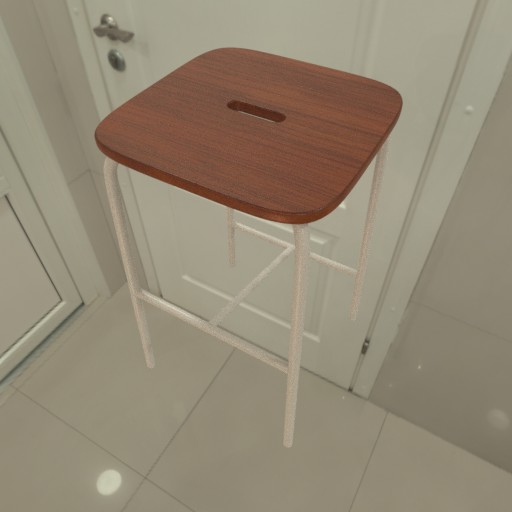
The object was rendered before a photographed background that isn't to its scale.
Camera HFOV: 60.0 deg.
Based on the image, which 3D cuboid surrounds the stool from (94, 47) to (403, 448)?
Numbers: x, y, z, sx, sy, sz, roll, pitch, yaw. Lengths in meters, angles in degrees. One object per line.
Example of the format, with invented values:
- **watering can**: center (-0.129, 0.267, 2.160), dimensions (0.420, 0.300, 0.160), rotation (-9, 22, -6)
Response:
- **stool**: center (0.000, 0.000, 0.854), dimensions (0.376, 0.610, 0.376), rotation (23, 52, 20)
